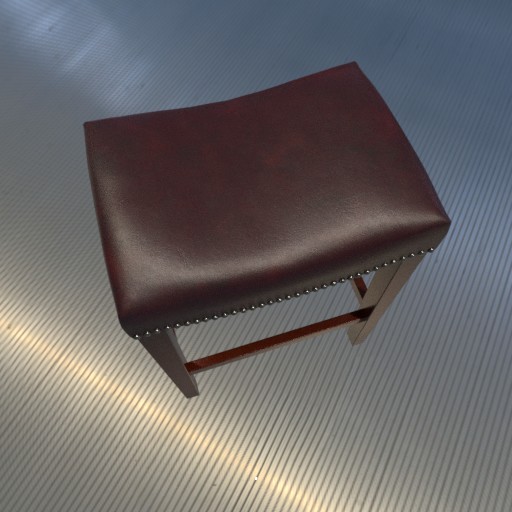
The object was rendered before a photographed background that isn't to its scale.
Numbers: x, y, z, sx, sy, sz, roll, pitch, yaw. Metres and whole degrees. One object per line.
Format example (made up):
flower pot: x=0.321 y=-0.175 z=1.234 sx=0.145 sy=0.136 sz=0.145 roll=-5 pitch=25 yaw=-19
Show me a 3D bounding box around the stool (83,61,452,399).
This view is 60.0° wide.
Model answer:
stool: x=0.000 y=0.000 z=0.956 sx=0.504 sy=0.657 sz=0.372 roll=-16 pitch=64 yaw=-8
